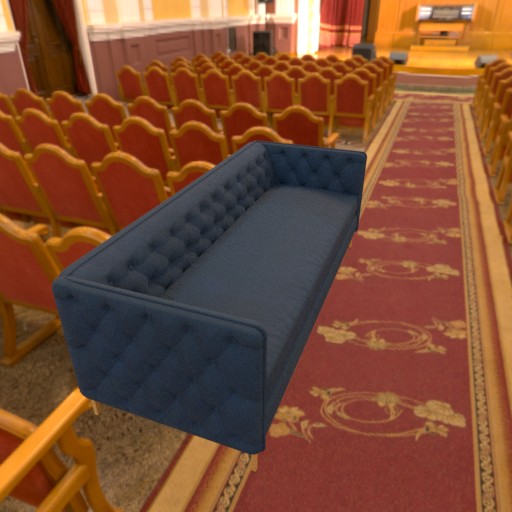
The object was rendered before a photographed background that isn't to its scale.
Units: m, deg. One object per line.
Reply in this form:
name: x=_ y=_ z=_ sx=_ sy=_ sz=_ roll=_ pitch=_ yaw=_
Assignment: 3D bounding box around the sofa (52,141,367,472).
sofa: x=0.000 y=0.000 z=2.619 sx=0.895 sy=0.771 sz=2.209 roll=11 pitch=32 yaw=18
